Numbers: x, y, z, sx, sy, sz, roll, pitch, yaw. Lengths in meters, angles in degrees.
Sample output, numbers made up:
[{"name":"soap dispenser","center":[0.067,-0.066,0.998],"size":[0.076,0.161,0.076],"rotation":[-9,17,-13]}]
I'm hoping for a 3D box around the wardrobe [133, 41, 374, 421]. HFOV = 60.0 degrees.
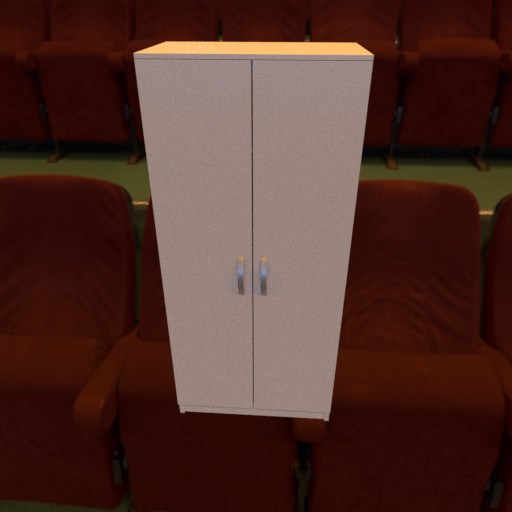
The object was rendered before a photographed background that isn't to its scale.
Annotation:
[{"name":"wardrobe","center":[0.000,0.000,1.992],"size":[0.760,1.700,0.470],"rotation":[2,30,3]}]
